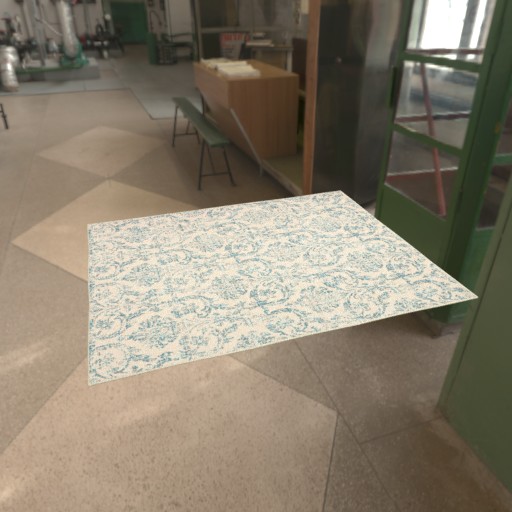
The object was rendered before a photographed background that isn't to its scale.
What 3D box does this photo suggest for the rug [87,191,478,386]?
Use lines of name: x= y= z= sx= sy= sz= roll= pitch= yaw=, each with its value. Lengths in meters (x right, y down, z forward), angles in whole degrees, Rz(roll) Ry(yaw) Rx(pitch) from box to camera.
rug: x=0.000 y=0.000 z=4.119 sx=2.980 sy=0.012 sz=2.363 roll=-10 pitch=32 yaw=-16
